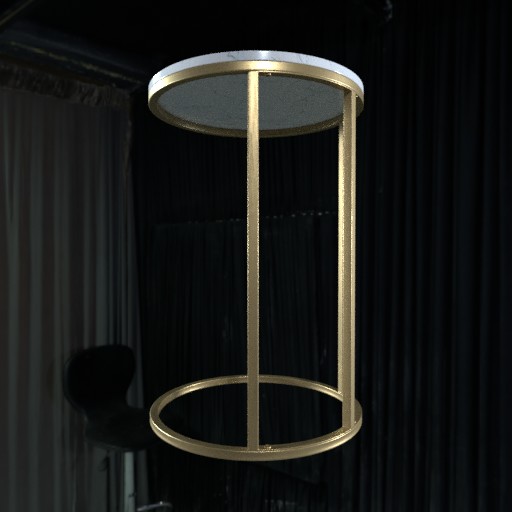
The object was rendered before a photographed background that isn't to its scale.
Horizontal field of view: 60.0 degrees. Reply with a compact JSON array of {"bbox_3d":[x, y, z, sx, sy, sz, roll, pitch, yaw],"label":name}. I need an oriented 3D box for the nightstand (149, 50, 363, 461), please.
[{"bbox_3d":[0.000,0.000,0.855,0.400,0.610,0.400,1,1,36],"label":"nightstand"}]
